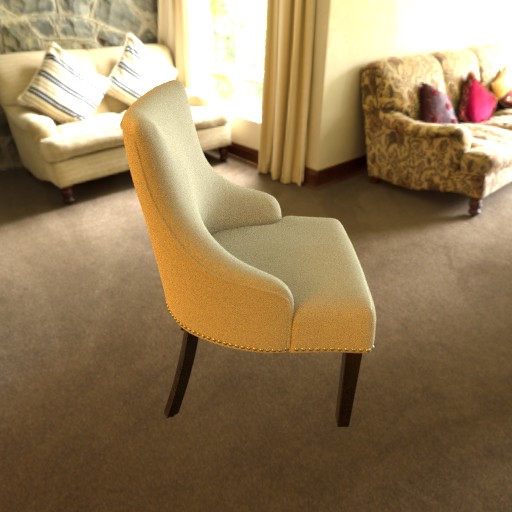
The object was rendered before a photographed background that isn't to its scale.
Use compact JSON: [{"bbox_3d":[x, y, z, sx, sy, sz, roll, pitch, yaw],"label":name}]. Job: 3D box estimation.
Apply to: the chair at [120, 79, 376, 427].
[{"bbox_3d":[0.000,0.000,1.312,0.629,0.909,0.566,0,31,-1],"label":"chair"}]
